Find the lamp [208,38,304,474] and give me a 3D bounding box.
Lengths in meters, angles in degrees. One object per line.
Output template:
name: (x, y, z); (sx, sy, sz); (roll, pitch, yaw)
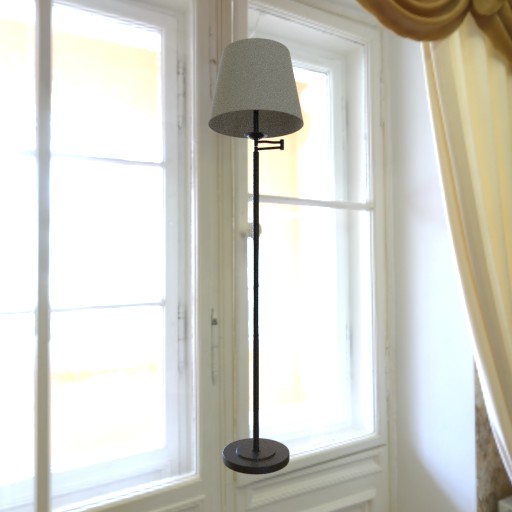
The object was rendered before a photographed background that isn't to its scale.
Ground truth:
lamp: (0.000, 0.000, 1.617); (0.348, 1.473, 0.348); (0, 0, 16)
